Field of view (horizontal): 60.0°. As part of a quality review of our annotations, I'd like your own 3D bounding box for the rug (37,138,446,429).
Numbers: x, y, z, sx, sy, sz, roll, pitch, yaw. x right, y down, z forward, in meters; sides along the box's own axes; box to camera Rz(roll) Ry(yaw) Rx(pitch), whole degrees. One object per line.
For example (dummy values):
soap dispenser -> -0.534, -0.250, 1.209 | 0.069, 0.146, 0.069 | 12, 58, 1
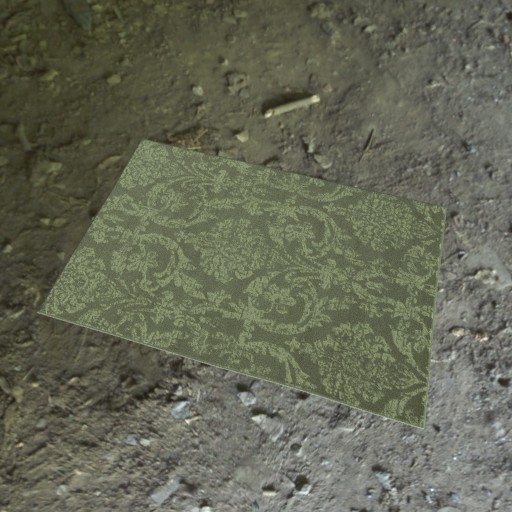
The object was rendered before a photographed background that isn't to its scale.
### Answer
rug -> 0.000, 0.000, 2.277 | 1.824, 0.012, 1.206 | 14, 60, 9
